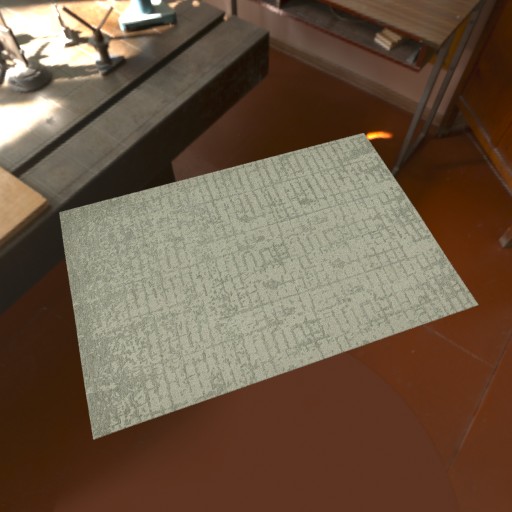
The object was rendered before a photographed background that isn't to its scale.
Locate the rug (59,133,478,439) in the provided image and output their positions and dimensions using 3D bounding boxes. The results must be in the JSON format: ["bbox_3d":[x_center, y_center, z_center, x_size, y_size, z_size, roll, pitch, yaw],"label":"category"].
[{"bbox_3d":[0.000,0.000,2.252,1.827,0.007,1.211,-17,61,-10],"label":"rug"}]
